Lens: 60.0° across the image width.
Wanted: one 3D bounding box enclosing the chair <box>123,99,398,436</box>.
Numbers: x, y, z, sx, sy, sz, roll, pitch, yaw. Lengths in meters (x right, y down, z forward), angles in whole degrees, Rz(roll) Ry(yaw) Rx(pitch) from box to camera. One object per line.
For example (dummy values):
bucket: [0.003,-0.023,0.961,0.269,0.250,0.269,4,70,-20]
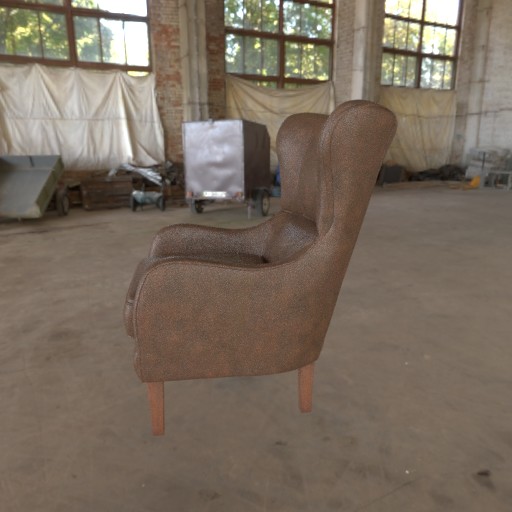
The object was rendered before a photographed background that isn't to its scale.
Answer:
chair: [0.000,0.000,1.634,0.914,1.048,0.692,-2,15,-9]
